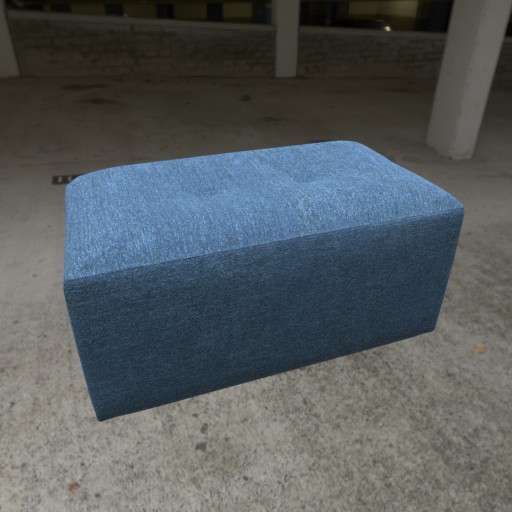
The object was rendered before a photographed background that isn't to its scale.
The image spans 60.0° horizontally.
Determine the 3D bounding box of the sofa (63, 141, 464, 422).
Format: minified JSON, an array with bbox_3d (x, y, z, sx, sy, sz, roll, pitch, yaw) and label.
[{"bbox_3d":[0.000,0.000,1.203,0.930,0.470,0.480,-11,33,-17],"label":"sofa"}]
